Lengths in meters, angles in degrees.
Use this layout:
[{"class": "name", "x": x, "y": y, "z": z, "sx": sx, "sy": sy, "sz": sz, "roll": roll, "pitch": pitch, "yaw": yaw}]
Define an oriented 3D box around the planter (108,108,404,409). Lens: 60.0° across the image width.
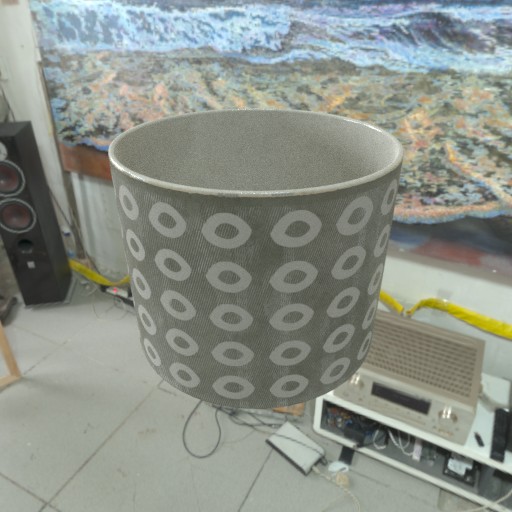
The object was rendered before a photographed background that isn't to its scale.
[{"class": "planter", "x": 0.000, "y": 0.000, "z": 0.449, "sx": 0.250, "sy": 0.239, "sz": 0.250, "roll": 0, "pitch": 30, "yaw": 0}]
